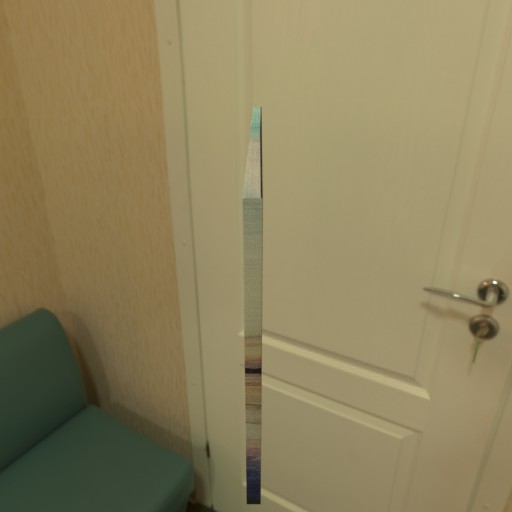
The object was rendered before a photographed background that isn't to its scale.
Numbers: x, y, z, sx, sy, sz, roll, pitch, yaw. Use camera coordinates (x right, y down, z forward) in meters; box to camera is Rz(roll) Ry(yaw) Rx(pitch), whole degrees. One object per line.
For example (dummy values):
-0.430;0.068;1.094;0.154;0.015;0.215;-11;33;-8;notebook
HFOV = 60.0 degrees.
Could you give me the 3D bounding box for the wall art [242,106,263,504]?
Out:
0.000;0.000;0.741;0.018;0.402;0.604;0;26;0;wall art
